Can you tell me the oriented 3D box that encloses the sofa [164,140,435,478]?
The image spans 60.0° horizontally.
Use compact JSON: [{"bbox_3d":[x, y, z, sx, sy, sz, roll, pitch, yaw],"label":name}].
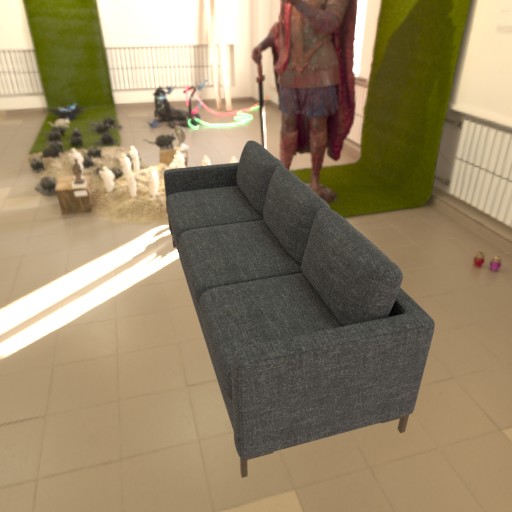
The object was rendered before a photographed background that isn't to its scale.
[{"bbox_3d":[0.000,0.000,2.695,0.859,0.874,2.218,-9,31,-15],"label":"sofa"}]
